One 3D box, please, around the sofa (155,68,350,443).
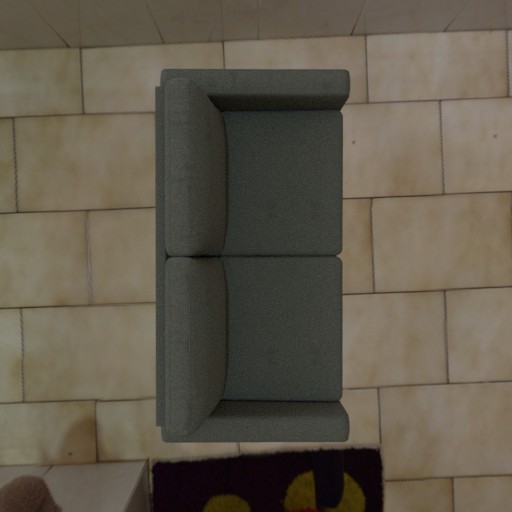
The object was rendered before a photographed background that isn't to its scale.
[{"bbox_3d":[0.000,0.000,2.253,0.889,0.897,1.730,0,91,0],"label":"sofa"}]
